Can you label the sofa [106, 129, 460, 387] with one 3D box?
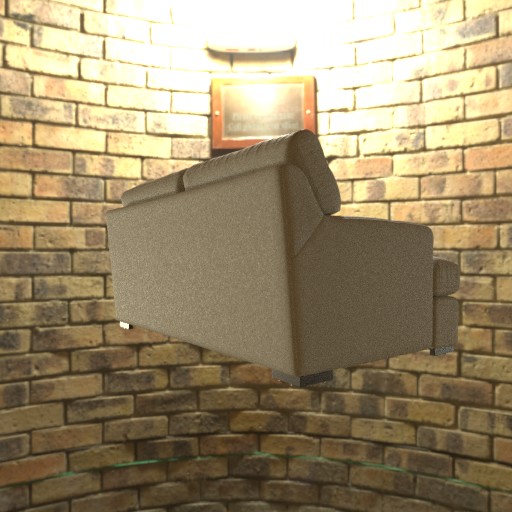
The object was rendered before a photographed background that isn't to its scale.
[{"bbox_3d":[0.000,0.000,2.531,1.143,0.940,1.880,0,-1,-37],"label":"sofa"}]
